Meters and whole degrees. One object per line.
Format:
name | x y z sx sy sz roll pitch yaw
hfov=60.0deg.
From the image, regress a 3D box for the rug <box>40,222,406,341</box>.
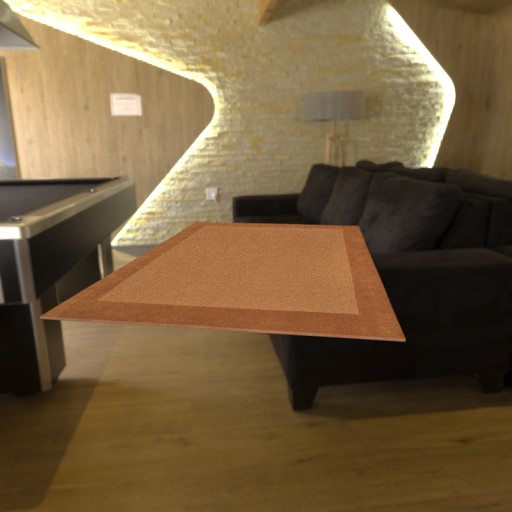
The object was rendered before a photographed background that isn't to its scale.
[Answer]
rug | 0.000 0.000 2.969 1.524 0.014 2.438 2 14 8
